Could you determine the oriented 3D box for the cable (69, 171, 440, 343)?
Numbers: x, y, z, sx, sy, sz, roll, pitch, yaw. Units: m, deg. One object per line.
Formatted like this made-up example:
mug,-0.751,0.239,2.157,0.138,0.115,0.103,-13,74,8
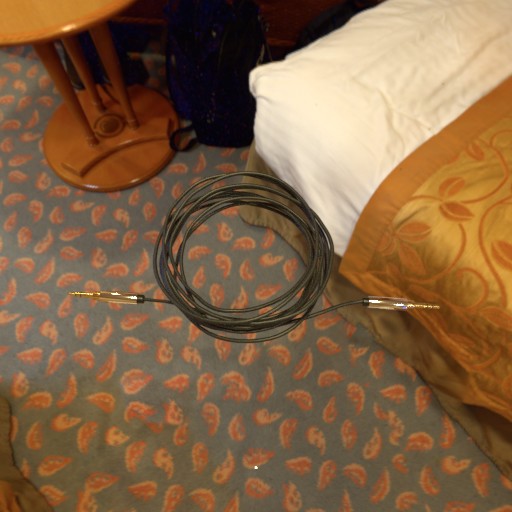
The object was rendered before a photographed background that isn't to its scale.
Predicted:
cable,0.000,0.000,0.512,0.432,0.069,0.198,4,65,2
